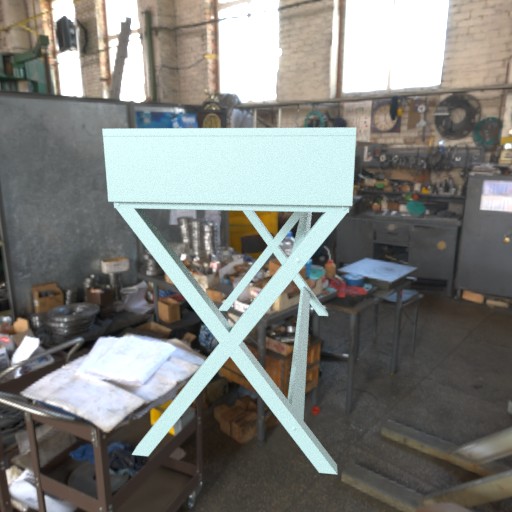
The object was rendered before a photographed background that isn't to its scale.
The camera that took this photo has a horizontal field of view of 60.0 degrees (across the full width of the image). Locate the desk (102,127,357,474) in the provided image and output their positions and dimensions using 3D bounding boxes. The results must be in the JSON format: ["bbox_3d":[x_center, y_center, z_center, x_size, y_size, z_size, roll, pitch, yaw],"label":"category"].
[{"bbox_3d":[0.000,0.000,1.468,0.525,0.780,1.057,2,14,8],"label":"desk"}]
